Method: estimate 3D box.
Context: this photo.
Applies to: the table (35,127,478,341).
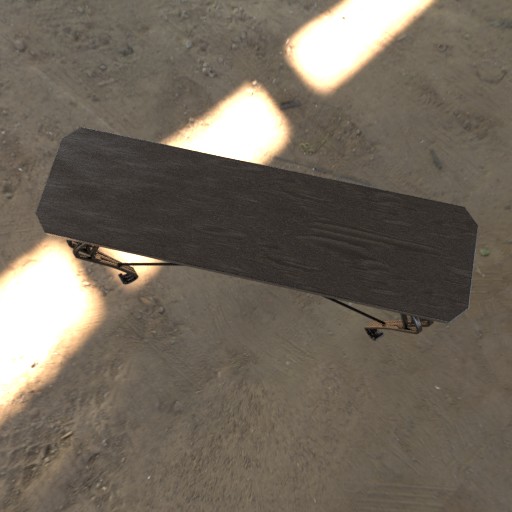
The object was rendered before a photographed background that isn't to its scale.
[{"bbox_3d":[0.000,0.000,1.482,1.112,0.800,0.329,12,77,3],"label":"table"}]
